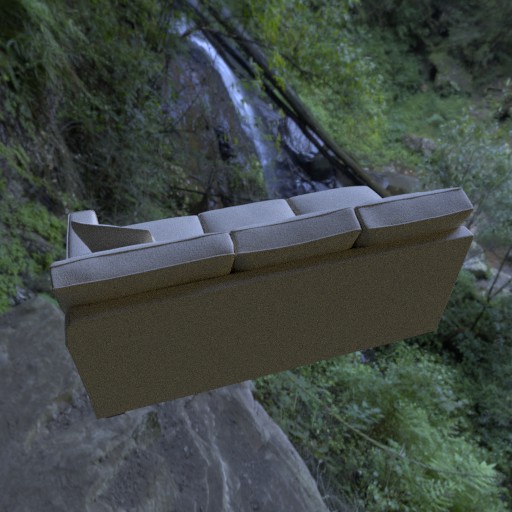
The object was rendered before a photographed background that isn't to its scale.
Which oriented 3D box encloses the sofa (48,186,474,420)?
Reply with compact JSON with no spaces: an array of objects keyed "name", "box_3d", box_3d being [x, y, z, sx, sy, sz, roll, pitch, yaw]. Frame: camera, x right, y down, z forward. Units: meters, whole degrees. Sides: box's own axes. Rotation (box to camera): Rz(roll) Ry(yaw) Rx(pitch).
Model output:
[{"name":"sofa","box_3d":[0.000,0.000,2.505,1.963,0.946,1.034,-11,41,-13]}]
